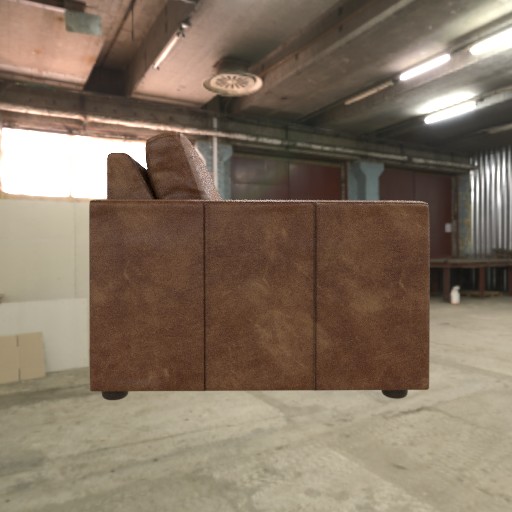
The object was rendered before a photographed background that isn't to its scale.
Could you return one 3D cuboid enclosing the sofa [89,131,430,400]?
[{"bbox_3d":[0.000,0.000,2.139,1.041,0.889,1.626,0,1,-1],"label":"sofa"}]
